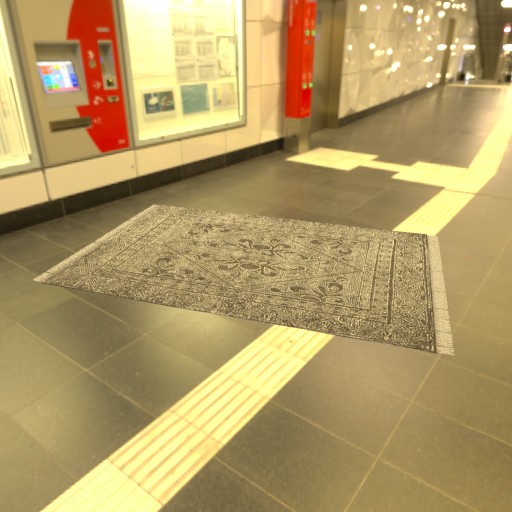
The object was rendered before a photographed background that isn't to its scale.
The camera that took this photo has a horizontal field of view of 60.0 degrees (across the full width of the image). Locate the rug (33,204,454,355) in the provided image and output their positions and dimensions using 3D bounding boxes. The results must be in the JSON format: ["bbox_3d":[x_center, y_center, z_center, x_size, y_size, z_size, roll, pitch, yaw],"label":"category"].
[{"bbox_3d":[0.000,0.000,3.070,2.440,0.010,1.529,8,27,16],"label":"rug"}]
